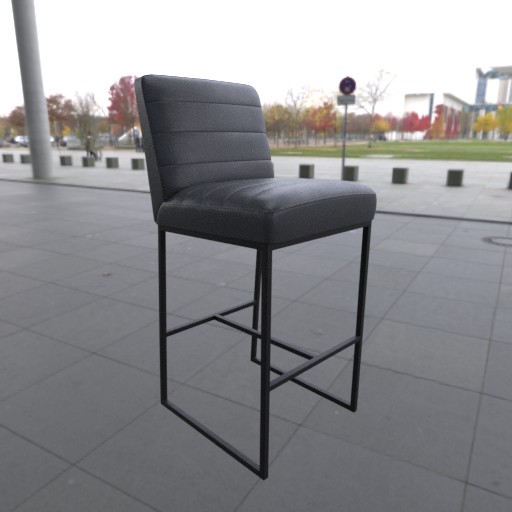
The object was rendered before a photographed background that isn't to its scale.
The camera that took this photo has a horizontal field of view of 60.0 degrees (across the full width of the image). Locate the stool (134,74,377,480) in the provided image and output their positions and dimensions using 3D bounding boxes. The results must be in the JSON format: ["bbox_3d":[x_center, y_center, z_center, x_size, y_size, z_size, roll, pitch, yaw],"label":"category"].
[{"bbox_3d":[0.000,0.000,1.345,0.457,1.040,0.552,-14,21,-43],"label":"stool"}]
